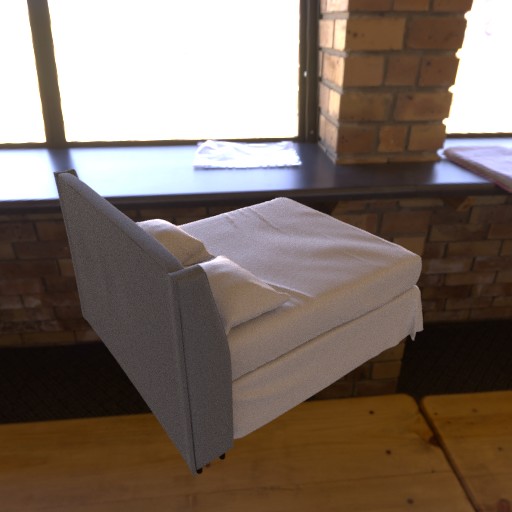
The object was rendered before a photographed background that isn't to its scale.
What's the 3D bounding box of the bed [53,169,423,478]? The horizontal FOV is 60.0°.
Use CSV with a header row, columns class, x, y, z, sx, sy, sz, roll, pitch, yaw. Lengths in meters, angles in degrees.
class,x,y,z,sx,sy,sz,roll,pitch,yaw
bed,0.000,0.000,3.421,2.276,1.332,1.925,-19,34,-32
